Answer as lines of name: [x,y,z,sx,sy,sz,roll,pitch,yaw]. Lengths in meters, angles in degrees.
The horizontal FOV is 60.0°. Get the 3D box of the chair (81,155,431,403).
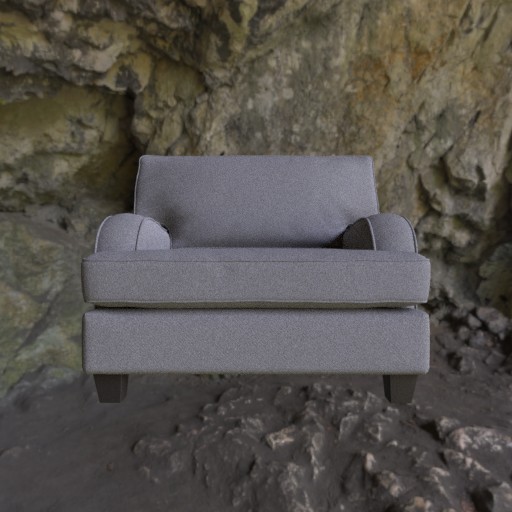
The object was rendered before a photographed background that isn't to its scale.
chair: [0.000,0.000,1.979,1.220,1.016,1.040,0,1,0]
